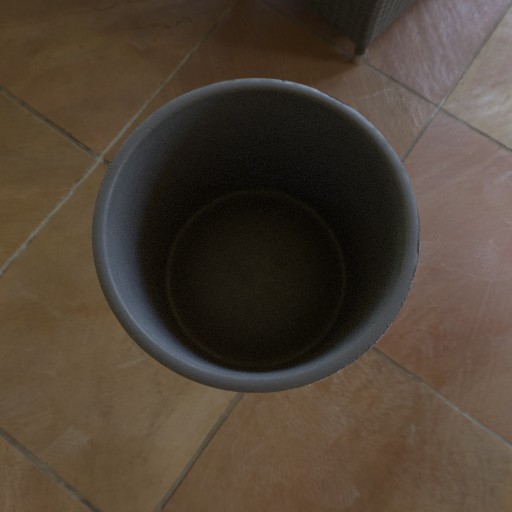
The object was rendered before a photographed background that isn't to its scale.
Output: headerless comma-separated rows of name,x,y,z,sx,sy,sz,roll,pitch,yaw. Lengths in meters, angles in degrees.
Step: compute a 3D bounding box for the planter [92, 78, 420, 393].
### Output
planter,0.000,0.000,0.395,0.226,0.201,0.226,0,77,0
